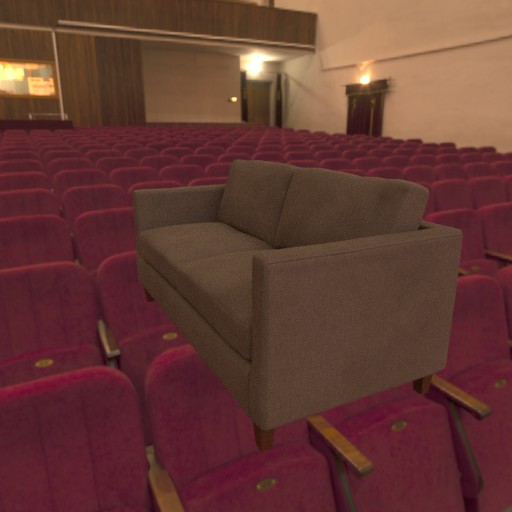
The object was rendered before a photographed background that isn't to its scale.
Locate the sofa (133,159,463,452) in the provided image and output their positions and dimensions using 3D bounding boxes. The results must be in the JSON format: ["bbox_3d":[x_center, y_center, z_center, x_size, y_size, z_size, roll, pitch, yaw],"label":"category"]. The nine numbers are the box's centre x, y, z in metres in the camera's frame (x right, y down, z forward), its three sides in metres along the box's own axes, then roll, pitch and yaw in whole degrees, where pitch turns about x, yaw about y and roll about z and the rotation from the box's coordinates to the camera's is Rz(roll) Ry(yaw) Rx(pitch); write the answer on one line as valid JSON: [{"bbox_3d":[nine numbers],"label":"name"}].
[{"bbox_3d":[0.000,0.000,2.436,0.950,0.963,1.884,-8,18,-26],"label":"sofa"}]
